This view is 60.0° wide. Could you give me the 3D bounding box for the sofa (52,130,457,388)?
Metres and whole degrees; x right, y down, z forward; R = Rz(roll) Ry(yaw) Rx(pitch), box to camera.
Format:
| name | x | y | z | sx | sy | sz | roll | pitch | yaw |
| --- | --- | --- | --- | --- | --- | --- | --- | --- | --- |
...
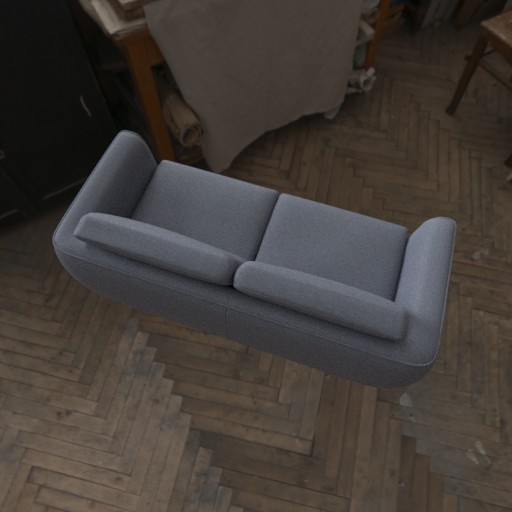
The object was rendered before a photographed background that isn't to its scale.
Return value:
| name | x | y | z | sx | sy | sz | roll | pitch | yaw |
| --- | --- | --- | --- | --- | --- | --- | --- | --- | --- |
| sofa | 0.000 | 0.000 | 2.520 | 2.000 | 0.870 | 0.920 | 17 | 65 | 8 |
